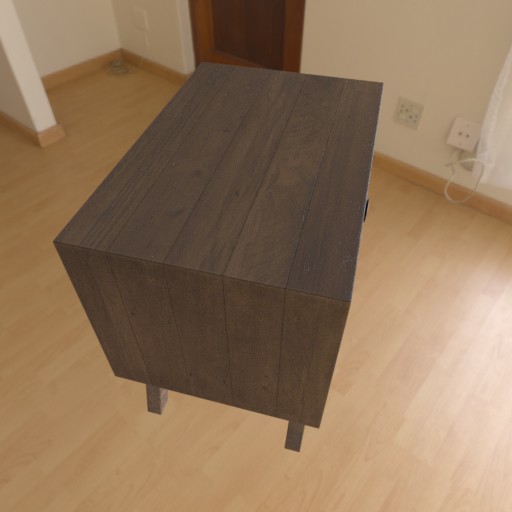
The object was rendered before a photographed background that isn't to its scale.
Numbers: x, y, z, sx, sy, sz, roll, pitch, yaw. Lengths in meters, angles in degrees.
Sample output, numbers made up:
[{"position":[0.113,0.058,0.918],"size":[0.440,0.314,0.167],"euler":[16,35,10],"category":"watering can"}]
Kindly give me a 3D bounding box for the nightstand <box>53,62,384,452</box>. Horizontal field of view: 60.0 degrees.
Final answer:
[{"position":[0.000,0.000,1.044],"size":[0.450,0.599,0.650],"euler":[11,47,10],"category":"nightstand"}]
